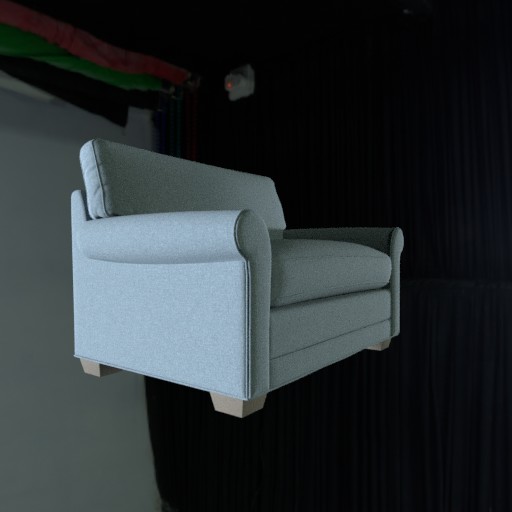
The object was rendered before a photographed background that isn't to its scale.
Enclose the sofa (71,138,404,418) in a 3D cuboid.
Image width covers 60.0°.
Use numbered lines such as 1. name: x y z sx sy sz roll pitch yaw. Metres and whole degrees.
1. sofa: 0.000 0.000 2.050 0.940 0.953 1.410 1 1 37
